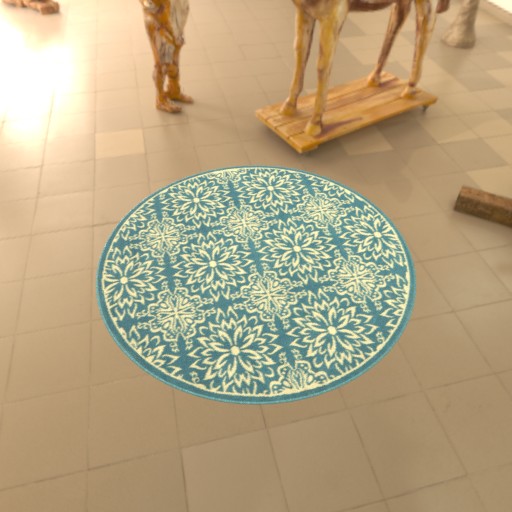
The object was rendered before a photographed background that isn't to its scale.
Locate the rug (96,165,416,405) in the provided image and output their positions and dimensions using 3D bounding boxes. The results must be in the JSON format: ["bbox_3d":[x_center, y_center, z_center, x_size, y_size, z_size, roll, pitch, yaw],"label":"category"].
[{"bbox_3d":[0.000,0.000,2.269,1.593,0.012,1.593,0,46,0],"label":"rug"}]
